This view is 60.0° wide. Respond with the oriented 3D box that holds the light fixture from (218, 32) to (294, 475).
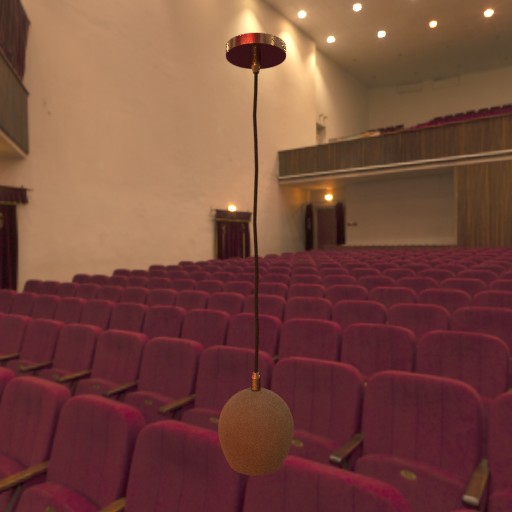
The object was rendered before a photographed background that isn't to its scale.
[{"bbox_3d":[0.000,0.000,0.816,0.139,0.764,0.139,1,1,36],"label":"light fixture"}]
